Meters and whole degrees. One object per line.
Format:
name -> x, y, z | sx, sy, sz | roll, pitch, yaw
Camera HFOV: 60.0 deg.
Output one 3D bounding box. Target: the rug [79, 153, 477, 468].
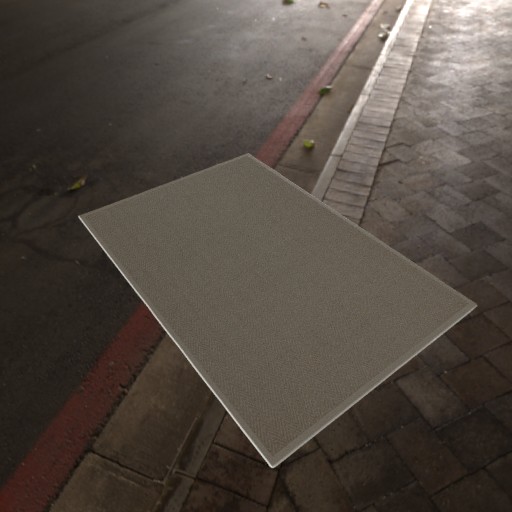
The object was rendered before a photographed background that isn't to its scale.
rug -> 0.000, 0.000, 2.889 | 1.532, 0.017, 2.244 | -27, 48, -27
